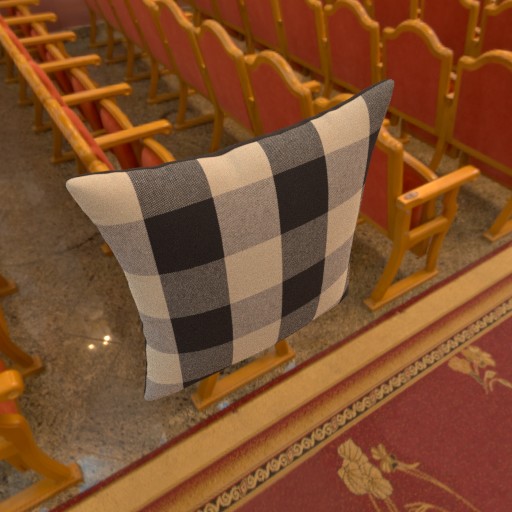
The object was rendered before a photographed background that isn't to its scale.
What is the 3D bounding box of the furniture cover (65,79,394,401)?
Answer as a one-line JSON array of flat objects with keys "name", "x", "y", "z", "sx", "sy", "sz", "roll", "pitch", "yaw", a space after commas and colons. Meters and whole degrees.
[{"name": "furniture cover", "x": 0.000, "y": 0.000, "z": 0.773, "sx": 0.511, "sy": 0.509, "sz": 0.161, "roll": -24, "pitch": 50, "yaw": -23}]
